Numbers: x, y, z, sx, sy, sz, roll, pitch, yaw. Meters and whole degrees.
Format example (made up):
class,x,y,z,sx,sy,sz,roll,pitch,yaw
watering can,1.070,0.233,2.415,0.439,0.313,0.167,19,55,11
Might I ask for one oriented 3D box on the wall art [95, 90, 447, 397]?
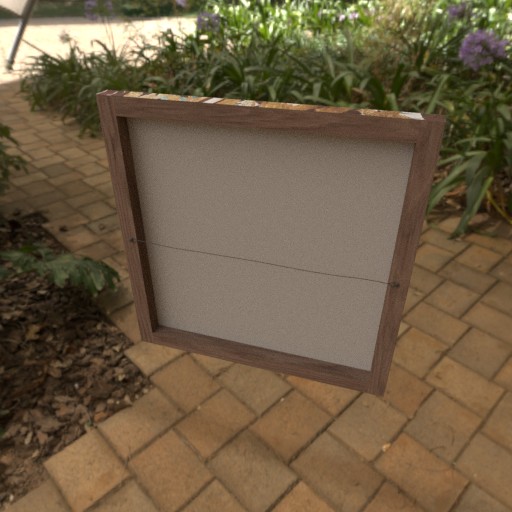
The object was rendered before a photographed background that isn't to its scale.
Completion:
class,x,y,z,sx,sy,sz,roll,pitch,yaw
wall art,0.000,0.000,0.919,0.609,0.613,0.041,9,34,14
